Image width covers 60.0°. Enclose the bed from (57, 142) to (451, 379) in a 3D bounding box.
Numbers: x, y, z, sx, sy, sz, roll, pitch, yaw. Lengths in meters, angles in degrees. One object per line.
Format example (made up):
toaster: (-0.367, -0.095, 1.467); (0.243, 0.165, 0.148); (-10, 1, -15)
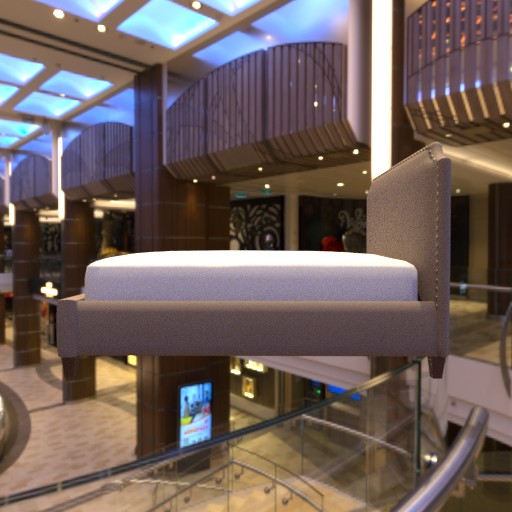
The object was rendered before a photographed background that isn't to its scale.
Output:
bed: (0.000, 0.000, 3.470); (2.372, 1.443, 1.713); (0, 1, 1)
